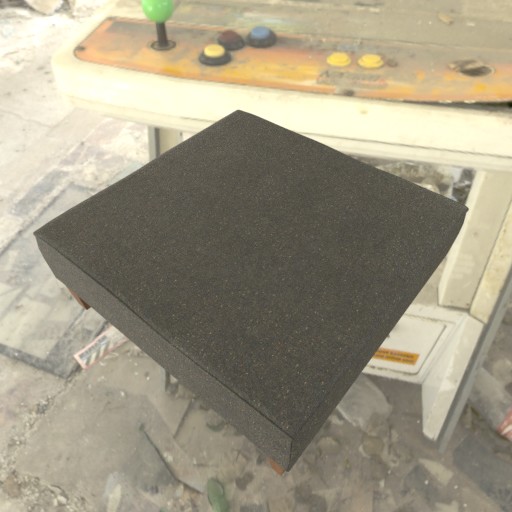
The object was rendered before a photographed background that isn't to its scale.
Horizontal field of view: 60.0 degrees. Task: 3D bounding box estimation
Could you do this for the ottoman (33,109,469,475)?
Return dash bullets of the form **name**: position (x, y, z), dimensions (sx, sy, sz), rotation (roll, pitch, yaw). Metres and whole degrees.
- **ottoman**: position (0.000, 0.000, 1.511), dimensions (1.004, 0.382, 0.968), rotation (31, 54, 26)
